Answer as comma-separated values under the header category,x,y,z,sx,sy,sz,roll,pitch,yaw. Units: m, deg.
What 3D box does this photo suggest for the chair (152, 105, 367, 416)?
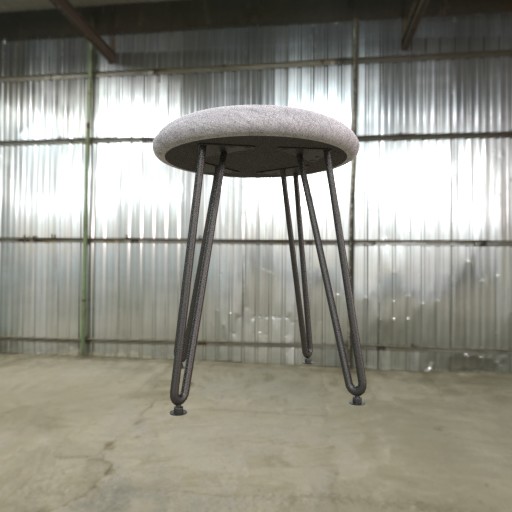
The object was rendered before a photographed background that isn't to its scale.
category,x,y,z,sx,sy,sz,roll,pitch,yaw
chair,0.000,0.000,0.676,0.350,0.386,0.350,0,-1,36
